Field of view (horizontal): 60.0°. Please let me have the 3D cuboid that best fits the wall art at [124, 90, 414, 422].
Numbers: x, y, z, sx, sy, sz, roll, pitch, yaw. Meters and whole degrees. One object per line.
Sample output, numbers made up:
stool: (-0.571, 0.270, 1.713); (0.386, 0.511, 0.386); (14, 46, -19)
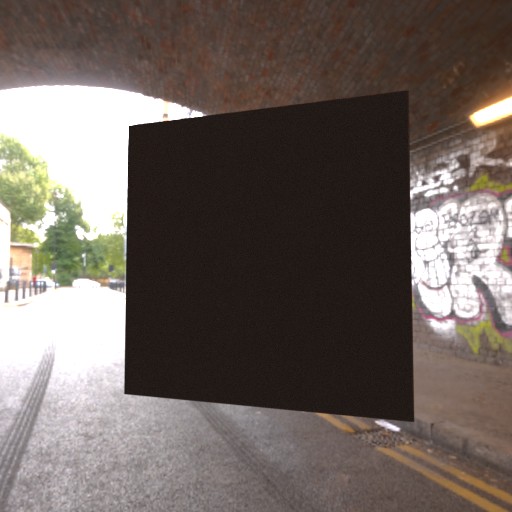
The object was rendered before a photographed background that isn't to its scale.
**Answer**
wall art: (0.000, 0.000, 1.152); (0.762, 0.762, 0.038); (-1, -3, 18)
